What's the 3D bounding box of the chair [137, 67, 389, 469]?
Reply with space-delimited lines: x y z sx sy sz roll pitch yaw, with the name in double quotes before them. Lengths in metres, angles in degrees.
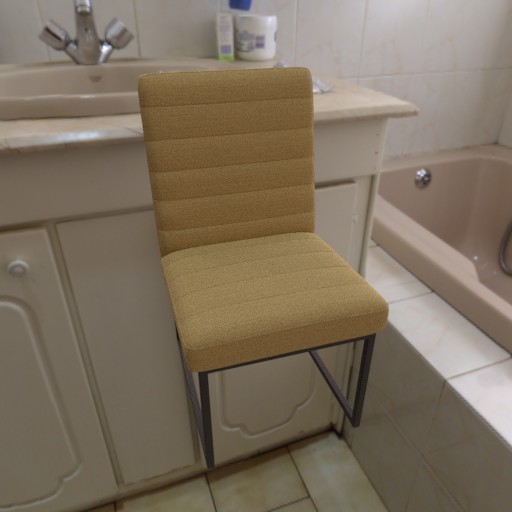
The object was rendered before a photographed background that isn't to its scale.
"chair" 0.000 0.000 1.276 0.520 0.930 0.634 -9 32 -15
